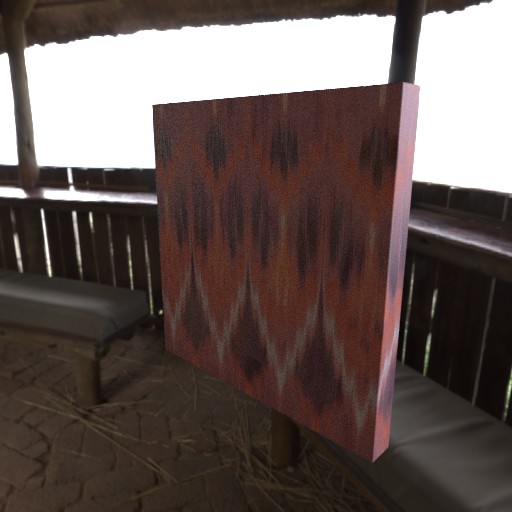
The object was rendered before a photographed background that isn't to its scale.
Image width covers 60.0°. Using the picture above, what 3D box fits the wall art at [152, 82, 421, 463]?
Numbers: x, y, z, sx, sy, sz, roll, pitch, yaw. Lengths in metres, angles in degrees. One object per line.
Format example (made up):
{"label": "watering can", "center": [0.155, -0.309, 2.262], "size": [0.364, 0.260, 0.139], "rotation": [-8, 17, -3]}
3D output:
{"label": "wall art", "center": [0.000, 0.000, 0.599], "size": [0.403, 0.406, 0.038], "rotation": [14, 20, 42]}
